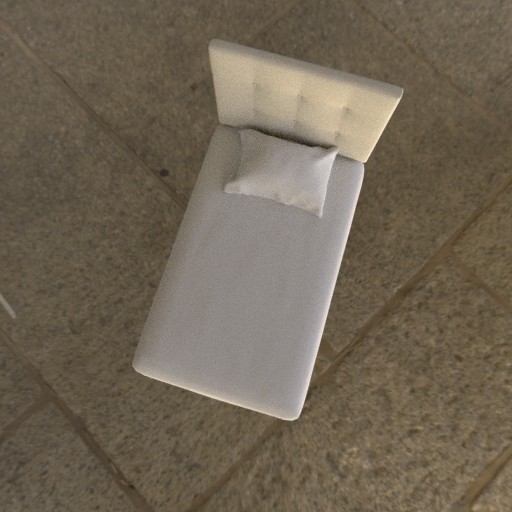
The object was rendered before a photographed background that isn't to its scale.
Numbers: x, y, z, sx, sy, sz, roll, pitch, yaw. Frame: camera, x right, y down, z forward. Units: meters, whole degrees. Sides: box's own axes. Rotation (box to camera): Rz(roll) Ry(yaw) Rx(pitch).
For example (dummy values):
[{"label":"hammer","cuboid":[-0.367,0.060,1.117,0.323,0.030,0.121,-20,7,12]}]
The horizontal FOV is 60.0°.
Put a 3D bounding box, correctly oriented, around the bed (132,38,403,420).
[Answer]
[{"label":"bed","cuboid":[0.000,0.000,3.037,1.261,1.571,1.997,16,77,4]}]
